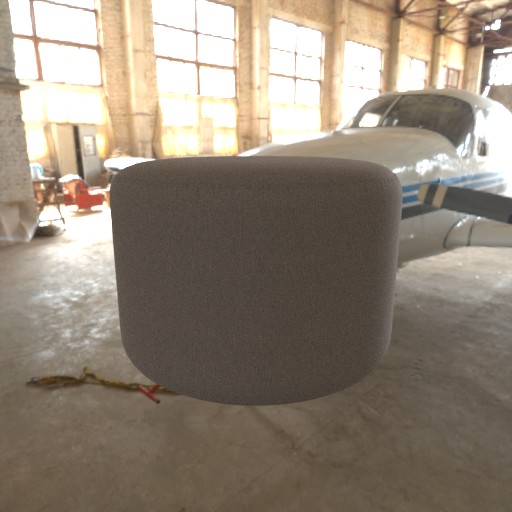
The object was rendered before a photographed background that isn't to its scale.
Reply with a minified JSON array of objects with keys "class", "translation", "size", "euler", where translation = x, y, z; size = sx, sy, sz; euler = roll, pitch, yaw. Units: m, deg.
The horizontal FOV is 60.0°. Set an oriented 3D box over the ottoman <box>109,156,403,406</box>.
[{"class":"ottoman","translation":[0.000,0.000,1.000],"size":[0.608,0.433,0.608],"euler":[0,15,0]}]
